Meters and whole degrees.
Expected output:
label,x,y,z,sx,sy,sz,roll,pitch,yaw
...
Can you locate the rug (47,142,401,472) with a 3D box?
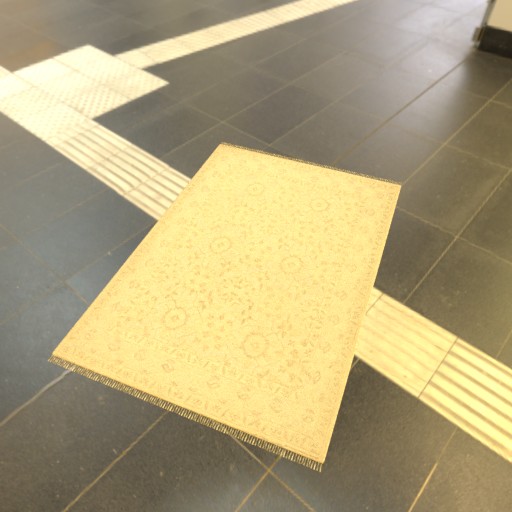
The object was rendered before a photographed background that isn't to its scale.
label,x,y,z,sx,sy,sz,roll,pitch,yaw
rug,0.000,0.000,2.875,1.514,0.011,2.233,16,49,14
